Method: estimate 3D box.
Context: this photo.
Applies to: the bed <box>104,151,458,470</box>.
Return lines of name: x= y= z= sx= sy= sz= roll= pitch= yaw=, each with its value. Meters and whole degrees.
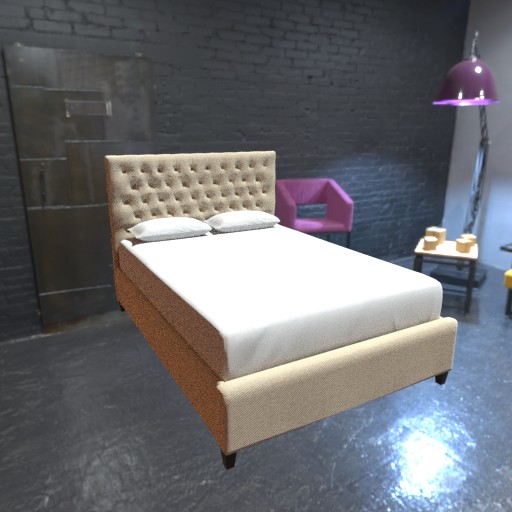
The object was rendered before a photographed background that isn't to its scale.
bed: x=0.000 y=0.000 z=3.383 sx=1.698 sy=1.427 sz=2.387 roll=-9 pitch=18 yaw=-28
